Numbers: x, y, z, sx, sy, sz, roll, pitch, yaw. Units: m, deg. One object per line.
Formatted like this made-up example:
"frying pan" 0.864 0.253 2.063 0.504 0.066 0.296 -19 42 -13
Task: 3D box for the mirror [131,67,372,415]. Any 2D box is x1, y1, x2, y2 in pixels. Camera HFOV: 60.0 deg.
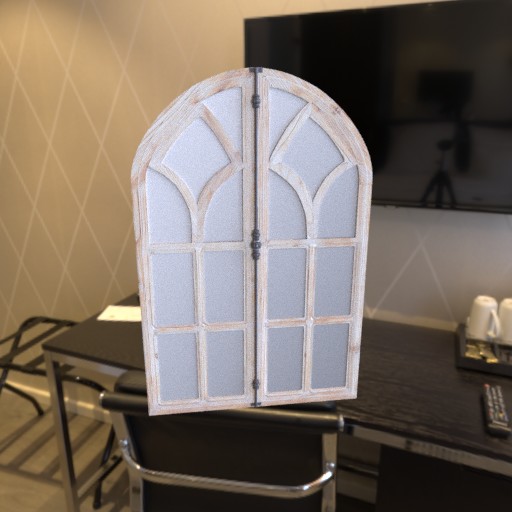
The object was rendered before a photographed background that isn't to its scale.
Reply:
"mirror" 0.000 0.000 1.161 0.609 0.915 0.032 -2 17 -8
